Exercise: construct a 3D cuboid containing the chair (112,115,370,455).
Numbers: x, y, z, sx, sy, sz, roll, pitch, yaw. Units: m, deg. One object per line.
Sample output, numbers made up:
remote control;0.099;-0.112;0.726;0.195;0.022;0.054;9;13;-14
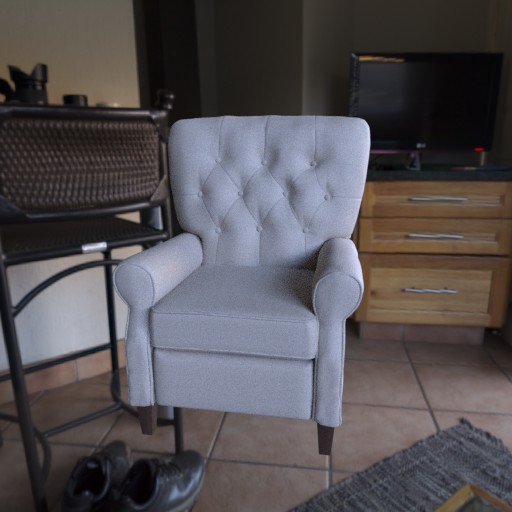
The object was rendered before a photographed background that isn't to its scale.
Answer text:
chair;0.000;0.000;1.922;0.942;1.209;1.025;2;14;10
